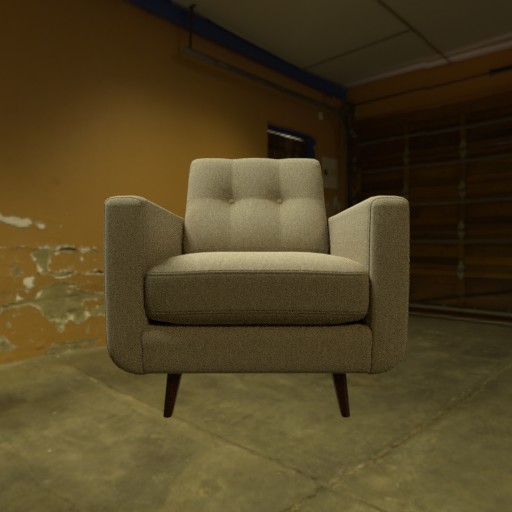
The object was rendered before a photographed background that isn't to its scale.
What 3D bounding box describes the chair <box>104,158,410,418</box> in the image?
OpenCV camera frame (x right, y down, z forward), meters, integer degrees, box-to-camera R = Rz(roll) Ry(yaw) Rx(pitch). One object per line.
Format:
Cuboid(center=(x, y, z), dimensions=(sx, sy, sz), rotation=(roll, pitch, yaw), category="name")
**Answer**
Cuboid(center=(0.000, 0.000, 1.805), dimensions=(0.897, 0.965, 1.128), rotation=(0, 1, 0), category="chair")
